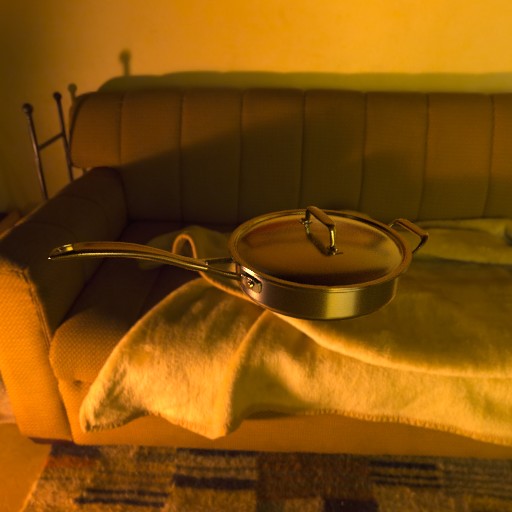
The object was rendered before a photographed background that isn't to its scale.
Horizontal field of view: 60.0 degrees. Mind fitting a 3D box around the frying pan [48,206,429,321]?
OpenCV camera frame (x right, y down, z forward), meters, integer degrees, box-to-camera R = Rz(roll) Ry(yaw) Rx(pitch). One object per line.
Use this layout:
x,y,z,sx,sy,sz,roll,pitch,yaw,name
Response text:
0.000,0.000,0.666,0.561,0.114,0.280,-8,29,-16,frying pan
